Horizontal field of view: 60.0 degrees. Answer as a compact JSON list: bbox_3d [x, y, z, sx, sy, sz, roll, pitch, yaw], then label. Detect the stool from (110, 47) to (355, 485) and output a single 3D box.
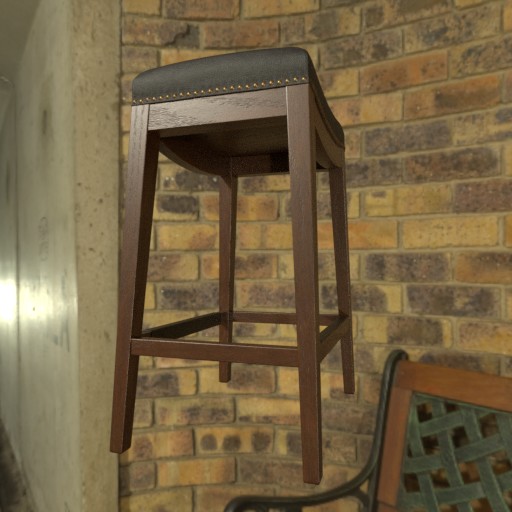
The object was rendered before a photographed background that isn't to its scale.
[{"bbox_3d":[0.000,0.000,0.923,0.353,0.664,0.490,0,-1,18],"label":"stool"}]
